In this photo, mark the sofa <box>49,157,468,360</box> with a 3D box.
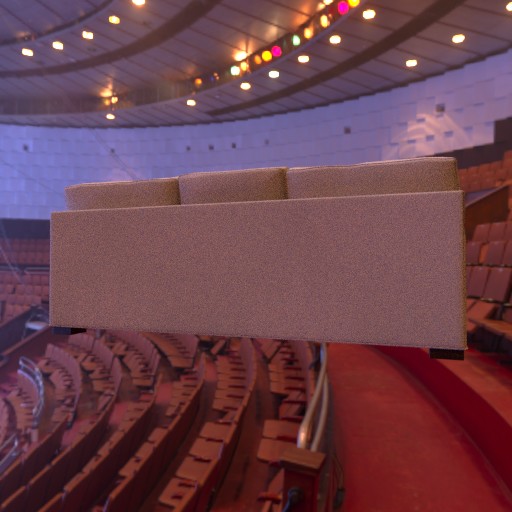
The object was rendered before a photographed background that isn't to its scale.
[{"bbox_3d":[0.000,0.000,2.523,2.088,0.862,0.935,0,-1,20],"label":"sofa"}]
